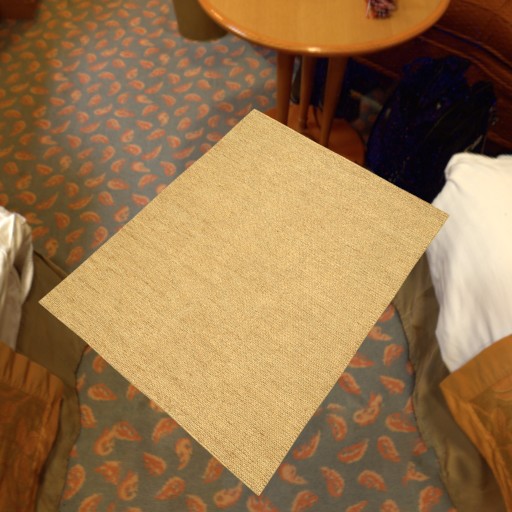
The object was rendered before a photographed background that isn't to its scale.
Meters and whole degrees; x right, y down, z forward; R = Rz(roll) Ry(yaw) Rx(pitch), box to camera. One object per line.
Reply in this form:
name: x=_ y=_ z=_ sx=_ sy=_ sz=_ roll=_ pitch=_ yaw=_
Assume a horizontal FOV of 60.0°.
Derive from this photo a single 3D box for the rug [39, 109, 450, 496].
rug: x=0.000 y=0.000 z=4.061 sx=2.406 sy=0.012 sz=3.034 roll=34 pitch=65 yaw=18
